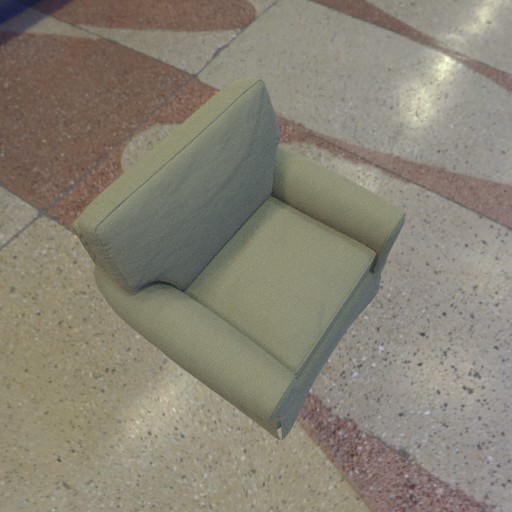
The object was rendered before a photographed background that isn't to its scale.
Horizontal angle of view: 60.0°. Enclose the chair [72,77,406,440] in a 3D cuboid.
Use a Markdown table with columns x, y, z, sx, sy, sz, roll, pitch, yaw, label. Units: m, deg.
| x | y | z | sx | sy | sz | roll | pitch | yaw | label |
| --- | --- | --- | --- | --- | --- | --- | --- | --- | --- |
| 0.000 | 0.000 | 1.942 | 0.988 | 1.017 | 1.135 | 31 | 63 | 18 | chair |
